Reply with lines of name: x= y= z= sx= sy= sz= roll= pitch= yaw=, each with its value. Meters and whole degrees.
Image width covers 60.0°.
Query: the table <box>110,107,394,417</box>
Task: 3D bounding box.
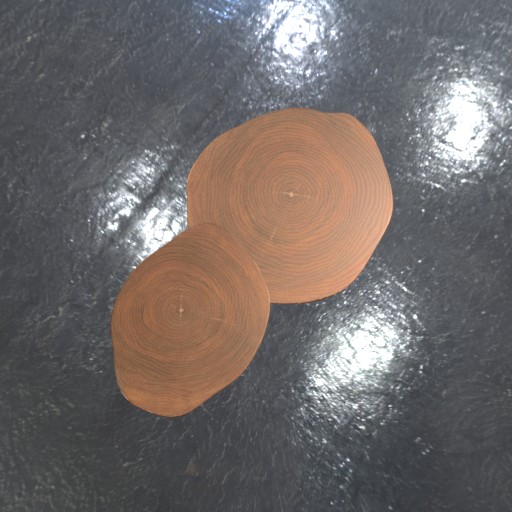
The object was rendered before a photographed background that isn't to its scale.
table: x=0.000 y=0.000 z=1.062 sx=0.442 sy=0.538 sz=0.759 roll=34 pitch=77 yaw=9
